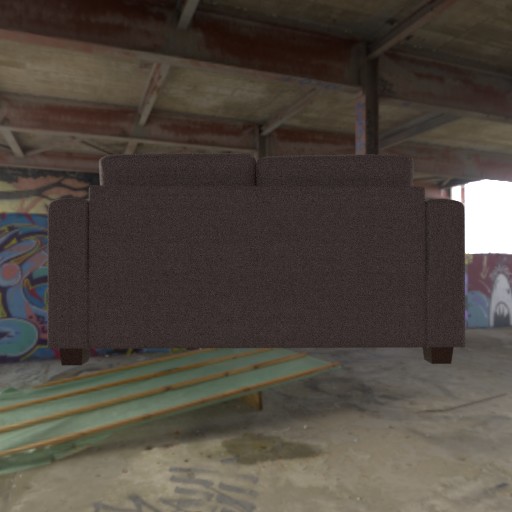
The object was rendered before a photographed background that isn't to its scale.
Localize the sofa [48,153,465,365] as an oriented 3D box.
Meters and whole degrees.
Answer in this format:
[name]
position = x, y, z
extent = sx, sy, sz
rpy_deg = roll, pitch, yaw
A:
[sofa]
position = 0.000, 0.000, 2.019
extent = 1.520, 0.800, 0.900
rpy_deg = 0, -1, -1
